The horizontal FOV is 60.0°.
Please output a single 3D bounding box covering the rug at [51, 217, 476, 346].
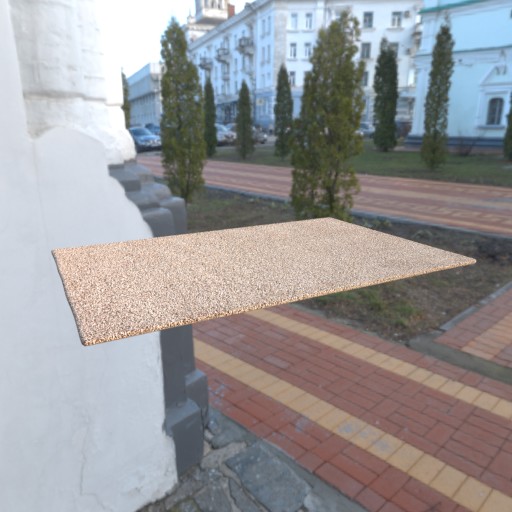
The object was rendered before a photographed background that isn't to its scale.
[{"bbox_3d":[0.000,0.000,3.387,2.743,0.030,1.778,-9,19,-27],"label":"rug"}]
